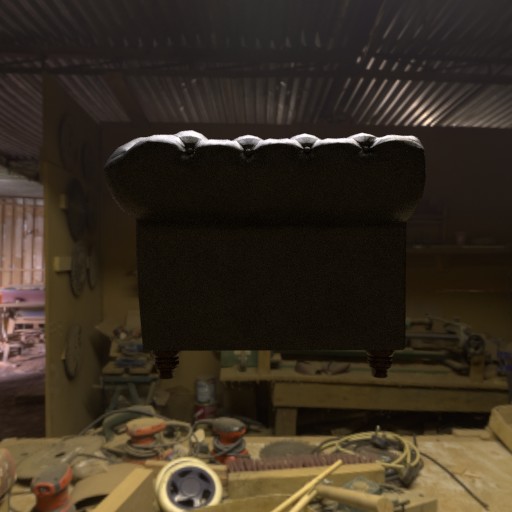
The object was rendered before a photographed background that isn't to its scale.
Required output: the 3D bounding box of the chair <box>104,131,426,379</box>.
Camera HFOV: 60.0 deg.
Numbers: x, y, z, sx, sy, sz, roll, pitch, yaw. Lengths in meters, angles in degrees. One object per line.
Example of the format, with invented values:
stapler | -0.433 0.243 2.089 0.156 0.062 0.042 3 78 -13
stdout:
chair | 0.000 0.000 1.857 0.943 0.780 1.298 0 0 -1
